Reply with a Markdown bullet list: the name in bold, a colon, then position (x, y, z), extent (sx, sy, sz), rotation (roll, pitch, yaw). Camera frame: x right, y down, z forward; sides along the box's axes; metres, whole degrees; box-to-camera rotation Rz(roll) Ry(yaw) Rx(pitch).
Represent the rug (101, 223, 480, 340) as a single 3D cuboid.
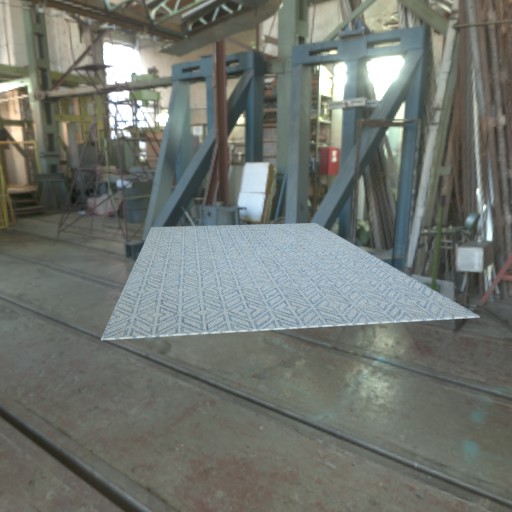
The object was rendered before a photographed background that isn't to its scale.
- **rug**: position (0.000, 0.000, 2.916), extent (1.526, 0.008, 2.441), rotation (-2, 14, -8)
